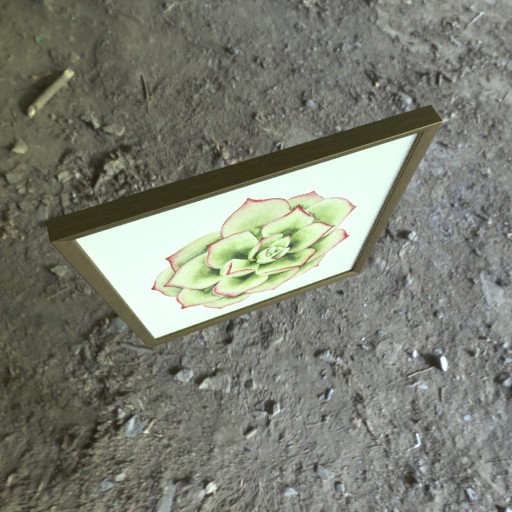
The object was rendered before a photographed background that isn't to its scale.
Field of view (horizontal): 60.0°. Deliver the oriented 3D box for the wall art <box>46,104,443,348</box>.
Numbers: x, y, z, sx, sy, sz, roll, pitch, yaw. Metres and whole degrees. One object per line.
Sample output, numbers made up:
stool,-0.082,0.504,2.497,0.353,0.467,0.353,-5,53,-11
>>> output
wall art,0.000,0.000,0.768,0.503,0.506,0.031,-19,66,-8
